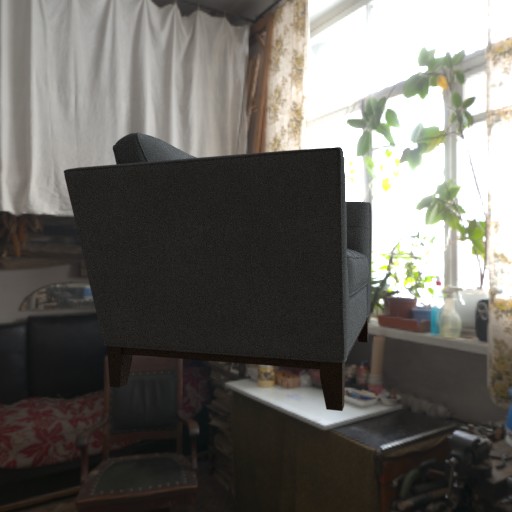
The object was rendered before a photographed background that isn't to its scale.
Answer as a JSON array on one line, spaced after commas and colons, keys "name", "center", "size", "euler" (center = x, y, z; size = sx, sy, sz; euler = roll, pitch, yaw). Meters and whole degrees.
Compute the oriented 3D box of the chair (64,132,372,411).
[{"name": "chair", "center": [0.000, 0.000, 2.049], "size": [0.965, 0.942, 1.396], "euler": [0, 0, 18]}]
